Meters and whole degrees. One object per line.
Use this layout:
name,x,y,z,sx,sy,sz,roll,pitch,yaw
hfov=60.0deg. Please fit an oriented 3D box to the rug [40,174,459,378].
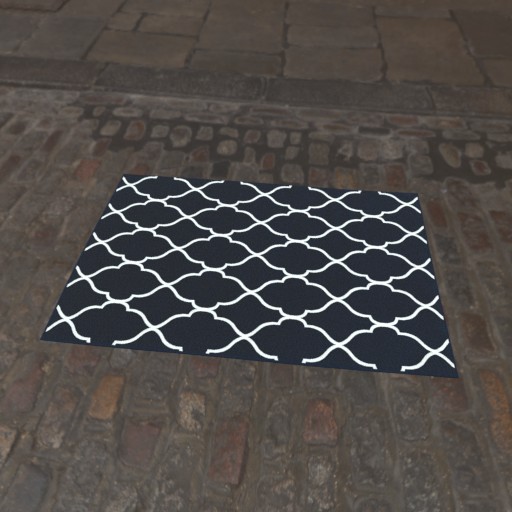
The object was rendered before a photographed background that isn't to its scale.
rug,0.000,0.000,2.906,2.294,0.014,1.528,4,48,4
